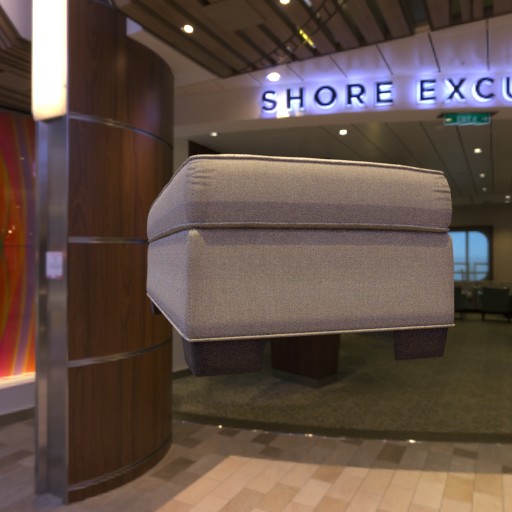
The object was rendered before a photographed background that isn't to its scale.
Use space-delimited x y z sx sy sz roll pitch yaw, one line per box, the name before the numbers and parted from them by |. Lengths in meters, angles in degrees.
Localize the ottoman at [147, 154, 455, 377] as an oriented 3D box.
ottoman | 0.000 0.000 1.428 0.617 0.461 1.097 0 0 -18
